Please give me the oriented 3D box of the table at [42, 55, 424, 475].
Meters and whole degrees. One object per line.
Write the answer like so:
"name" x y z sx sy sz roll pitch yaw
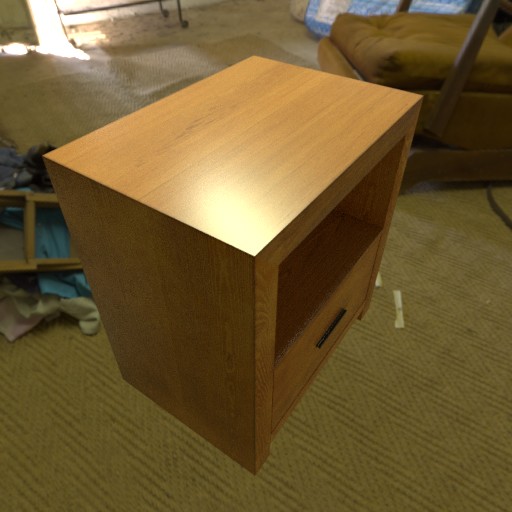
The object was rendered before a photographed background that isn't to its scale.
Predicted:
"table" 0.000 0.000 0.950 0.400 0.605 0.550 25 48 25
